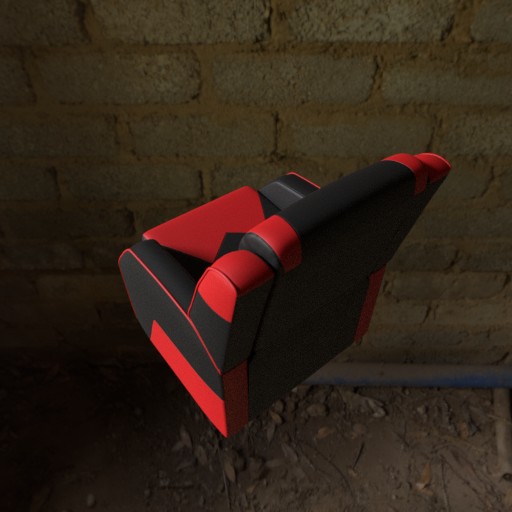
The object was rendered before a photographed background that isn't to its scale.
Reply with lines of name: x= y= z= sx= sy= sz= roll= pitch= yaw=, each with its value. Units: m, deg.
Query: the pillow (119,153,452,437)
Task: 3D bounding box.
pillow: x=0.000 y=0.000 z=1.297 sx=0.620 sy=0.805 sz=0.672 roll=-29 pitch=51 yaw=-26
